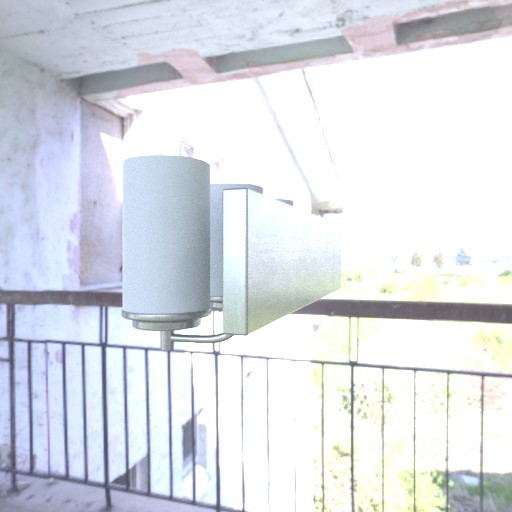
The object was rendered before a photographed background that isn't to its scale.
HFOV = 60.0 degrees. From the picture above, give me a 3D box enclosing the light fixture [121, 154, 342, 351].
[{"bbox_3d":[0.000,0.000,0.549,0.145,0.172,0.451,0,0,19],"label":"light fixture"}]
